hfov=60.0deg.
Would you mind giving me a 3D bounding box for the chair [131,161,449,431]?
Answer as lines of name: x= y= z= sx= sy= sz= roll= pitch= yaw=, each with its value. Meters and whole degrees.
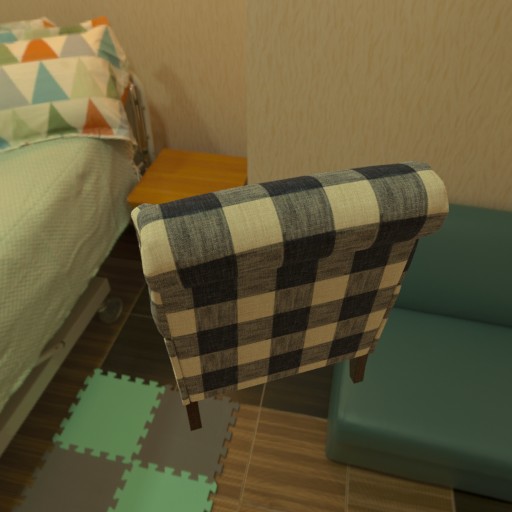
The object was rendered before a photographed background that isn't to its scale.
chair: x=0.000 y=0.000 z=1.558 sx=0.781 sy=0.953 sz=0.848 roll=-12 pitch=43 yaw=-13
